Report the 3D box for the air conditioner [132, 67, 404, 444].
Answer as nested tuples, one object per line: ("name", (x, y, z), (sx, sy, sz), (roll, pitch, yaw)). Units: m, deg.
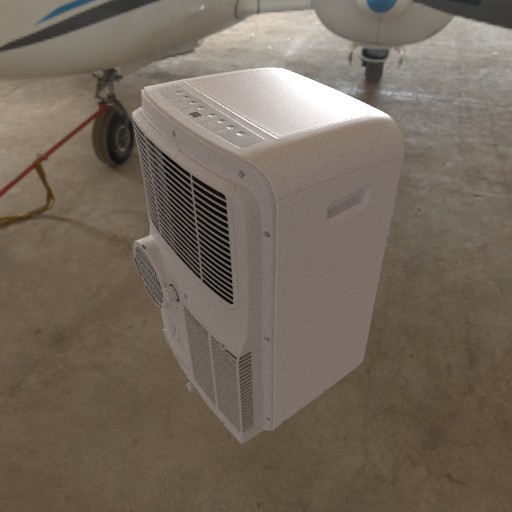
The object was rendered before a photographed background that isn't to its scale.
("air conditioner", (0.000, 0.000, 1.063), (0.467, 0.765, 0.478), (-25, 47, -26))
